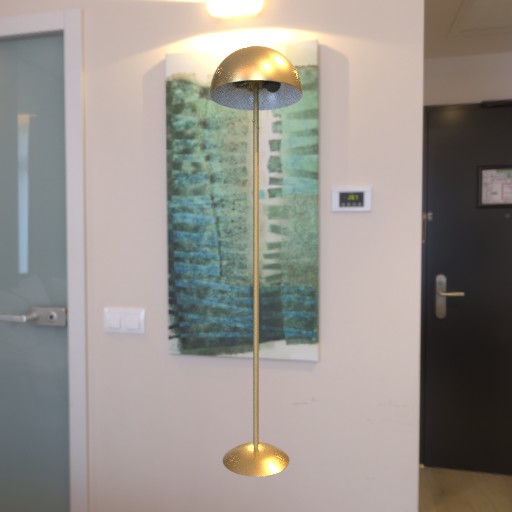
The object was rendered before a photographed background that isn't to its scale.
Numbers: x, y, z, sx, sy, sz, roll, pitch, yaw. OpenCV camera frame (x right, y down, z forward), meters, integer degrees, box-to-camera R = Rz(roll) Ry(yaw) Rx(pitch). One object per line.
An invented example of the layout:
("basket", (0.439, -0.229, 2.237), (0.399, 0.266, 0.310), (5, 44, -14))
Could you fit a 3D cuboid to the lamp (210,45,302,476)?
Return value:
("lamp", (0.000, 0.000, 1.592), (0.328, 1.480, 0.328), (-1, 2, -18))
